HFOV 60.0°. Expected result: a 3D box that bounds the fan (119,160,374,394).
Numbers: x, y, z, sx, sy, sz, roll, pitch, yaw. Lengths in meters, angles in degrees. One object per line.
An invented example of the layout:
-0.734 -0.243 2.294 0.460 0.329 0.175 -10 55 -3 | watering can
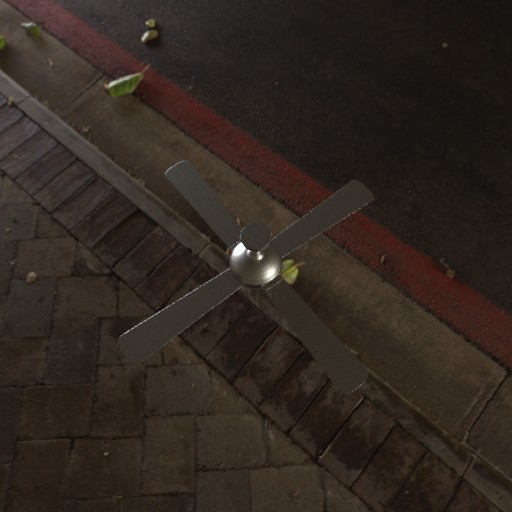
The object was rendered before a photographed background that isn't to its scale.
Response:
0.000 0.000 1.967 1.321 0.381 1.321 -15 65 -7 | fan
